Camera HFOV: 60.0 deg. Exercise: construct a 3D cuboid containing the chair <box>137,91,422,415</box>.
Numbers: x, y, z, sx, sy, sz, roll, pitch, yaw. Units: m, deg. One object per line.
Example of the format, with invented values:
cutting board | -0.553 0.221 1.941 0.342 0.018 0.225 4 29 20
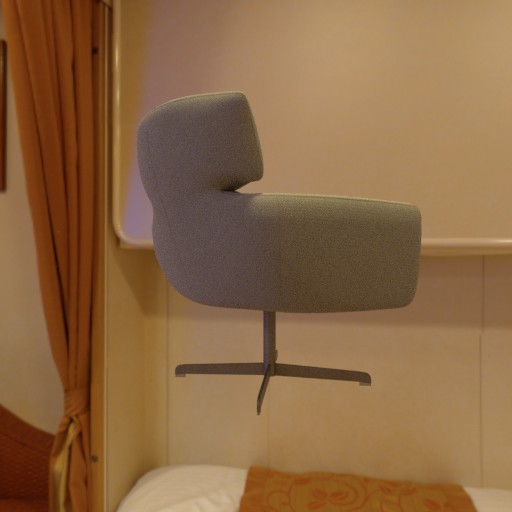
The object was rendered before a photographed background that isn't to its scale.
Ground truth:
chair | 0.000 0.000 1.408 0.730 0.810 0.760 0 -1 -37
